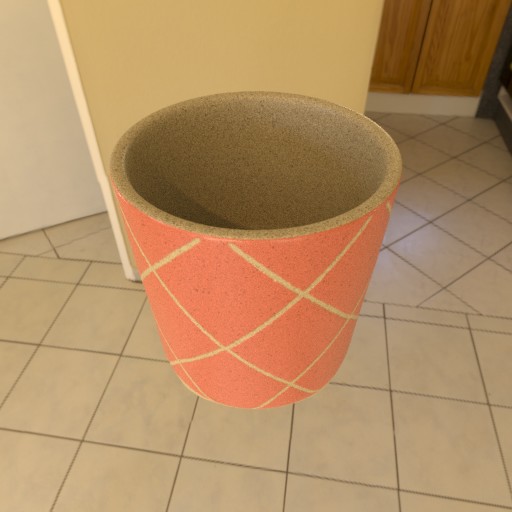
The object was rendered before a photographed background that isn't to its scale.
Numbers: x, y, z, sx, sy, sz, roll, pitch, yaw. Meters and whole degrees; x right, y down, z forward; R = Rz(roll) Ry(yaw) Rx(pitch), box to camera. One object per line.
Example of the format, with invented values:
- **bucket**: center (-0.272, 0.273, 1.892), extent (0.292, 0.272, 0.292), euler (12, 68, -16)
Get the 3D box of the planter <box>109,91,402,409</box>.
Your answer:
- **planter**: center (0.000, 0.000, 0.431), extent (0.227, 0.235, 0.227), euler (0, 42, 0)
